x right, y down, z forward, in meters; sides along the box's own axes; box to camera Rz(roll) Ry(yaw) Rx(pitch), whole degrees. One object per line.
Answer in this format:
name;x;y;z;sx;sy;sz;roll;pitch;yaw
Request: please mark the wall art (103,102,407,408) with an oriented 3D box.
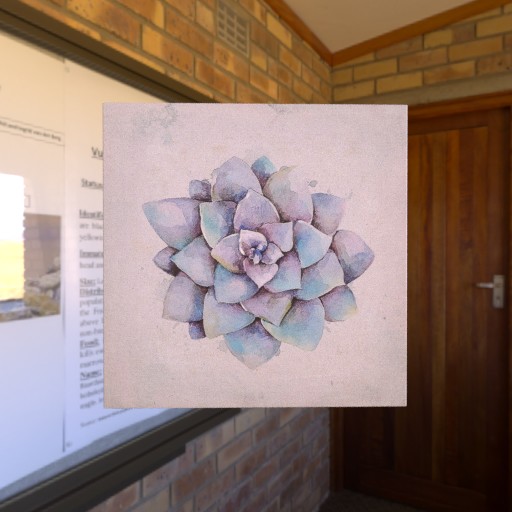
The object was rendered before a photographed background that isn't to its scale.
wall art;0.000;0.000;1.129;0.762;0.762;0.038;0;1;-1
